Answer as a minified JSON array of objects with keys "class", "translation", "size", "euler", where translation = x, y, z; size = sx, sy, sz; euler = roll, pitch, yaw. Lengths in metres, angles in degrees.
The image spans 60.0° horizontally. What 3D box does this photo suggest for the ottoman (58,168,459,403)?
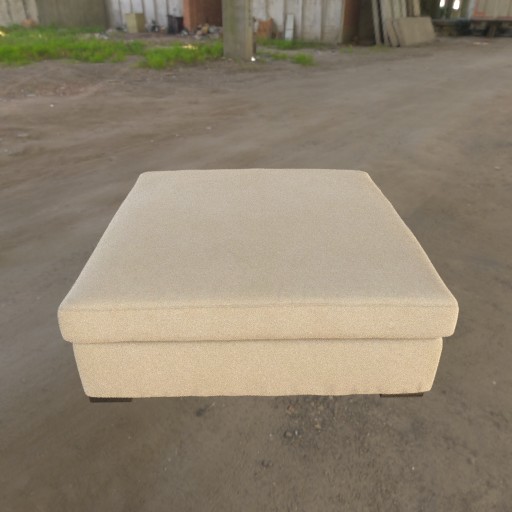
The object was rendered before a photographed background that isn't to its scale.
[{"class":"ottoman","translation":[0.000,0.000,1.870],"size":[1.205,0.522,1.190],"euler":[-1,30,-1]}]
